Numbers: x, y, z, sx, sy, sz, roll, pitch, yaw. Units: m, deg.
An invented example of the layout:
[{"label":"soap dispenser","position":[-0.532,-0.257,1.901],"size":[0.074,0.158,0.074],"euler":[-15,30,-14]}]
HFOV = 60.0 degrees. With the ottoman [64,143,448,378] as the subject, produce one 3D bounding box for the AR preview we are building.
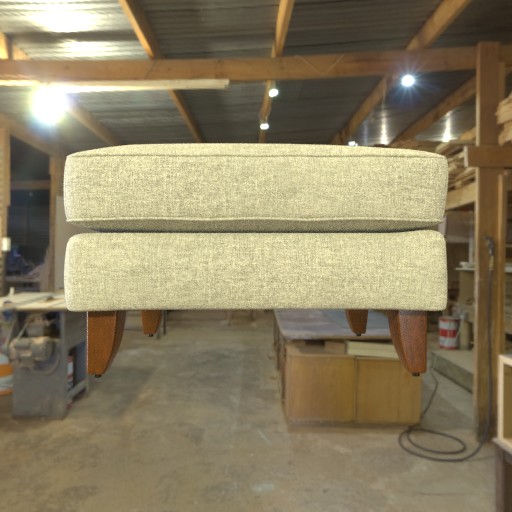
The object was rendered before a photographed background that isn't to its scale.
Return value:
[{"label":"ottoman","position":[0.000,0.000,1.286],"size":[0.889,0.561,0.661],"euler":[0,0,-1]}]
